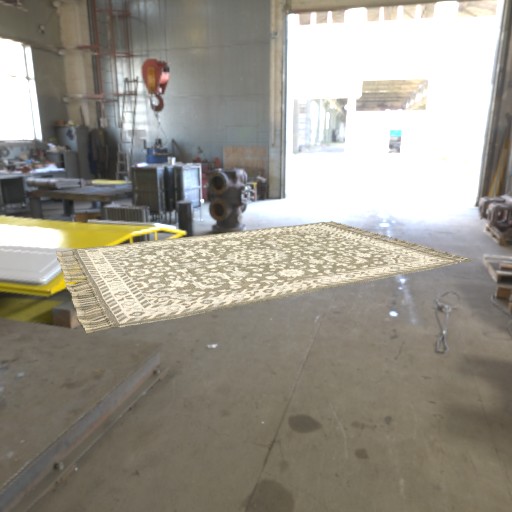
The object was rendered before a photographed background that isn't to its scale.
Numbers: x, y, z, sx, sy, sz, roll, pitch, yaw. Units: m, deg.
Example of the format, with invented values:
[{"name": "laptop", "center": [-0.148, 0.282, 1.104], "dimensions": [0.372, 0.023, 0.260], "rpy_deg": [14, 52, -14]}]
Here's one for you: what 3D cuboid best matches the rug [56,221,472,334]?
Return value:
[{"name": "rug", "center": [0.000, 0.000, 3.032], "dimensions": [2.431, 0.025, 1.530], "rpy_deg": [-8, 17, -27]}]
